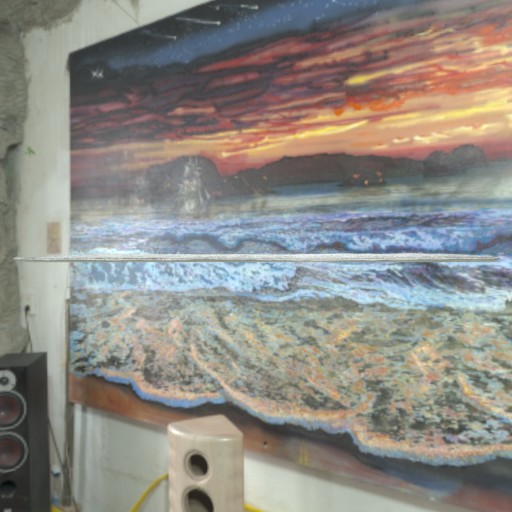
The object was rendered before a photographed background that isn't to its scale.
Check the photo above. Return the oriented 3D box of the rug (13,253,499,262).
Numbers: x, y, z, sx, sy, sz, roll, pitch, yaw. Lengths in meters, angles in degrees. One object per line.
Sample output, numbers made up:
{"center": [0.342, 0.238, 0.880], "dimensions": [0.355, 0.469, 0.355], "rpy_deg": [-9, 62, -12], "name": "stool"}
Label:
{"center": [0.000, 0.000, 2.994], "dimensions": [2.447, 0.036, 1.537], "rpy_deg": [0, 1, -1], "name": "rug"}
